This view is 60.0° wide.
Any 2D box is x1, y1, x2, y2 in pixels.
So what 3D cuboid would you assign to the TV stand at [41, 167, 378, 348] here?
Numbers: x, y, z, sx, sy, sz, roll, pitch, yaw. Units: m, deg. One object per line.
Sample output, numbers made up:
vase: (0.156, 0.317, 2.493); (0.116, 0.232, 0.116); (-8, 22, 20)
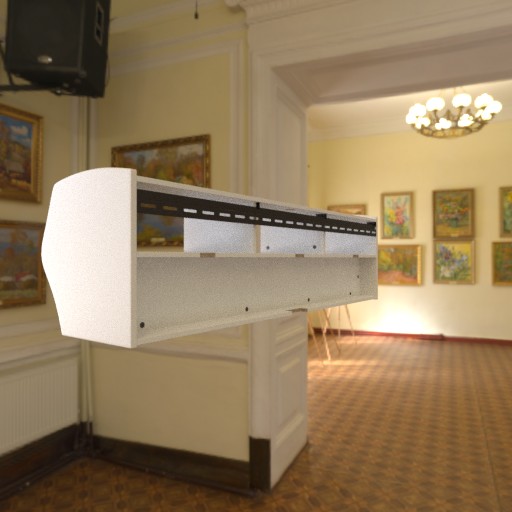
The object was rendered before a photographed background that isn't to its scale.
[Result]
TV stand: (0.000, 0.000, 1.708); (0.397, 0.424, 1.473); (0, 0, 37)
